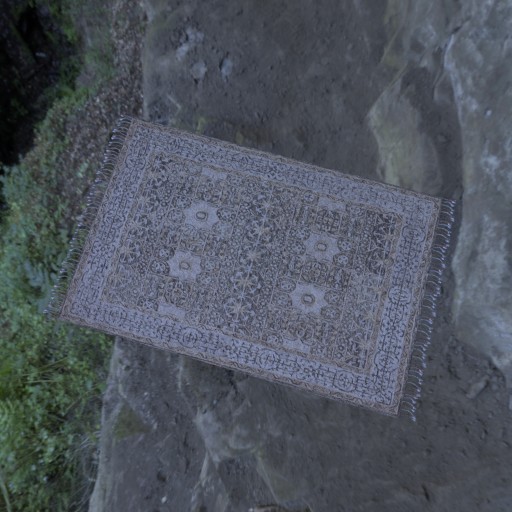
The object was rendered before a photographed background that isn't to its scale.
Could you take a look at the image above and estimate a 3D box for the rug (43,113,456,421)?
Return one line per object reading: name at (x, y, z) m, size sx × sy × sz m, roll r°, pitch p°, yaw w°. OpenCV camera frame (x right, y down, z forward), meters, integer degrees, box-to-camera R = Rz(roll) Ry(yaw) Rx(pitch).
rug at (0.000, 0.000, 2.439) m, size 2.029 × 0.010 × 1.237 m, roll 15°, pitch 78°, yaw 3°
